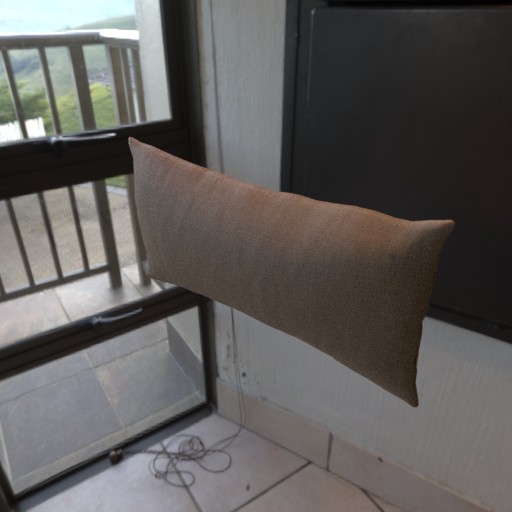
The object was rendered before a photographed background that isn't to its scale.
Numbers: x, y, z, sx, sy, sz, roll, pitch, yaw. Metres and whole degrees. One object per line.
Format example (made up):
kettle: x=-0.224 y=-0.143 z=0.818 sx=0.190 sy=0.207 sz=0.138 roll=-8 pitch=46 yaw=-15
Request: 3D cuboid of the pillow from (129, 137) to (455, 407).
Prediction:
pillow: x=0.000 y=0.000 z=0.750 sx=0.612 sy=0.308 sz=0.148 roll=21 pitch=35 yaw=32
